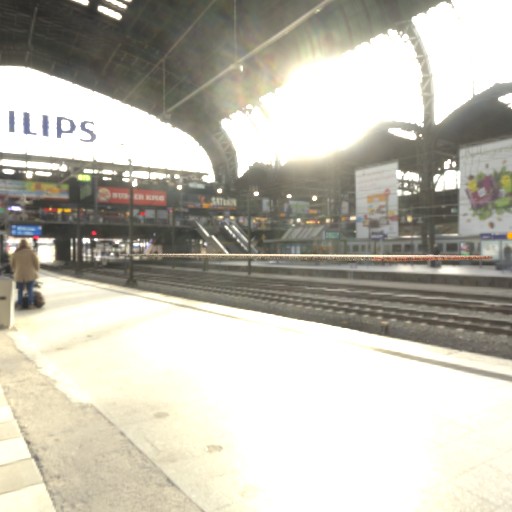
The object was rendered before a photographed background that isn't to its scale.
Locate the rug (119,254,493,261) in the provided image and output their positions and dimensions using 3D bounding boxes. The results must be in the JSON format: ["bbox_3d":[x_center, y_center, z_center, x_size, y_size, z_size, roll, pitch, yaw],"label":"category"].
[{"bbox_3d":[0.000,0.000,2.680,0.810,0.016,2.413,0,1,-37],"label":"rug"}]
